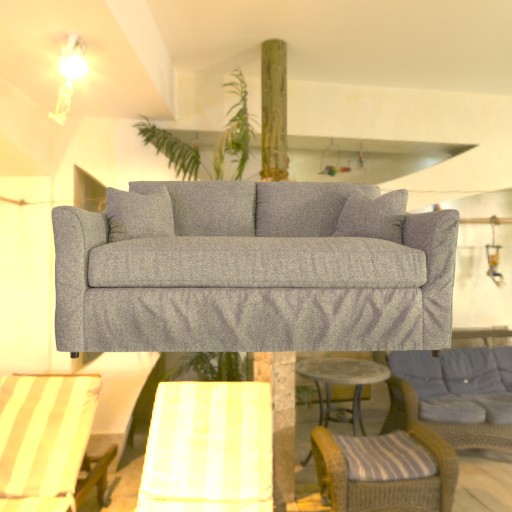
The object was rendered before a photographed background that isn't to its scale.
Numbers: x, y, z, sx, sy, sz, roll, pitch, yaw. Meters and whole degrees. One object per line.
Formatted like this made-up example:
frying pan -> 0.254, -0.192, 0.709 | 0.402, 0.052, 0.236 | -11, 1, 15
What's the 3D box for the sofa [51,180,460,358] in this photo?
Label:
sofa -> 0.000, 0.000, 2.644 | 2.010, 1.018, 1.072 | 0, -2, -1
